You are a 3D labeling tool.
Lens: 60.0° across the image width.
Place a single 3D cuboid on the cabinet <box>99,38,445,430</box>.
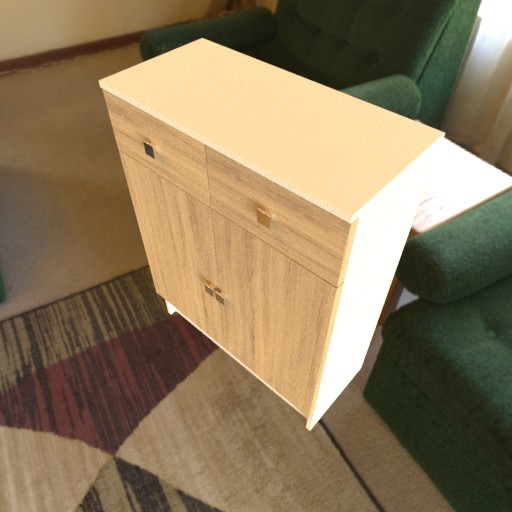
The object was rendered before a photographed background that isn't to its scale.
[{"bbox_3d":[0.000,0.000,1.115,0.600,0.815,0.296,33,56,27],"label":"cabinet"}]
